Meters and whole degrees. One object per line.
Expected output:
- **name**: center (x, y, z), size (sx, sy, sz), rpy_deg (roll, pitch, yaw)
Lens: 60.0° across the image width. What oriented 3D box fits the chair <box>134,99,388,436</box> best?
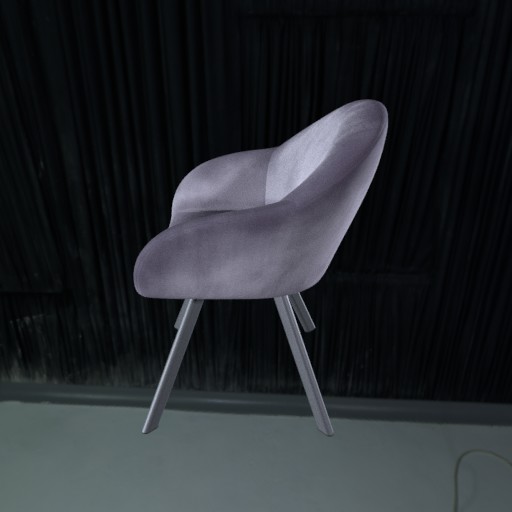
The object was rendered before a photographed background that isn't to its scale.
- **chair**: center (0.000, 0.000, 1.192), size (0.590, 0.795, 0.550), rpy_deg (0, 26, 1)
